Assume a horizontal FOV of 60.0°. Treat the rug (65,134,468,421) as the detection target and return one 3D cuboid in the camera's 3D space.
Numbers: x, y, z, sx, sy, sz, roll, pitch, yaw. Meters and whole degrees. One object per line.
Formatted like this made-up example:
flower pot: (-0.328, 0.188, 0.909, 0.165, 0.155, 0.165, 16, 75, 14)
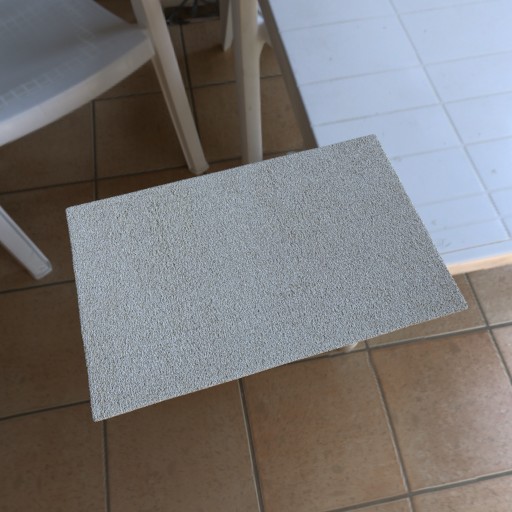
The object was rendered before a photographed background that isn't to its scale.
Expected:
rug: (0.000, 0.000, 3.054, 2.438, 0.030, 1.524, -15, 65, -7)
